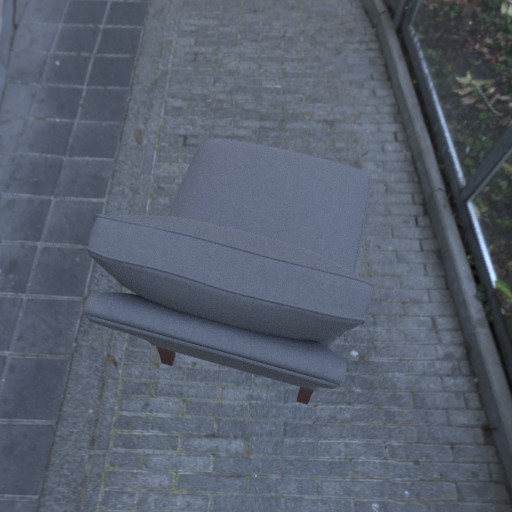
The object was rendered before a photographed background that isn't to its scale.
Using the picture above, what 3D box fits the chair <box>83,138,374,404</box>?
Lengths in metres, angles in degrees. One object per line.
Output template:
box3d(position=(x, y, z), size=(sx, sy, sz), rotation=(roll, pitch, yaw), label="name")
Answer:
box3d(position=(0.000, 0.000, 1.625), size=(0.724, 1.045, 0.924), rotation=(14, 64, 7), label="chair")
